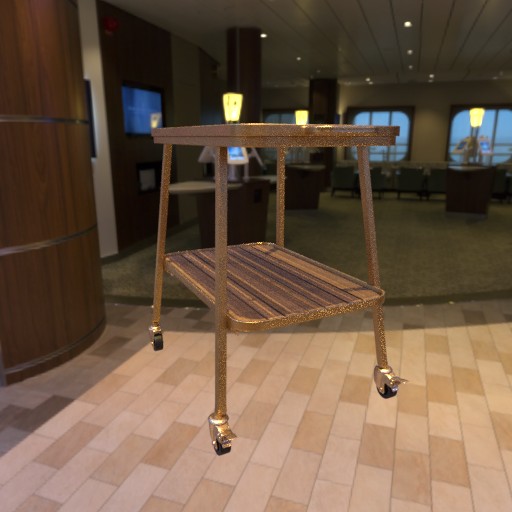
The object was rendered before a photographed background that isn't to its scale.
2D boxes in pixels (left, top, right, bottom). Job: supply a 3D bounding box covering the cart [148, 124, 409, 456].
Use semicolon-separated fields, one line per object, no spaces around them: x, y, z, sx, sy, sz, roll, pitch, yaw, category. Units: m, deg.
0.000;0.000;1.260;0.524;0.700;0.806;-8;17;-26;cart
